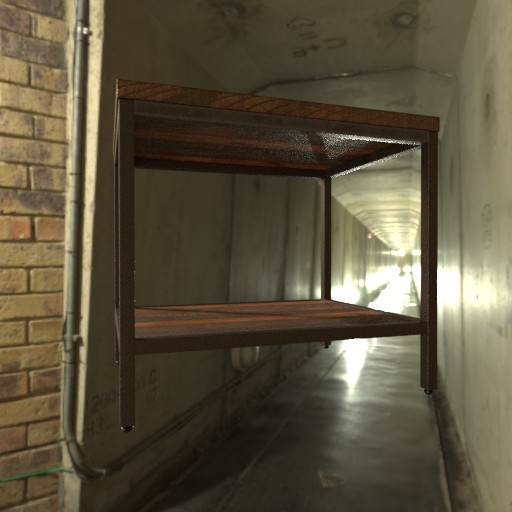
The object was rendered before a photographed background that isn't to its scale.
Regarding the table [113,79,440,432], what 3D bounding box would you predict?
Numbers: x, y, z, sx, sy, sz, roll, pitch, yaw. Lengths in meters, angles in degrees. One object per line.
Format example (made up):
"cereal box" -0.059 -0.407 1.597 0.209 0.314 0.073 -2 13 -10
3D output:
"table" 0.000 0.000 1.116 0.678 0.612 0.524 0 1 -19
